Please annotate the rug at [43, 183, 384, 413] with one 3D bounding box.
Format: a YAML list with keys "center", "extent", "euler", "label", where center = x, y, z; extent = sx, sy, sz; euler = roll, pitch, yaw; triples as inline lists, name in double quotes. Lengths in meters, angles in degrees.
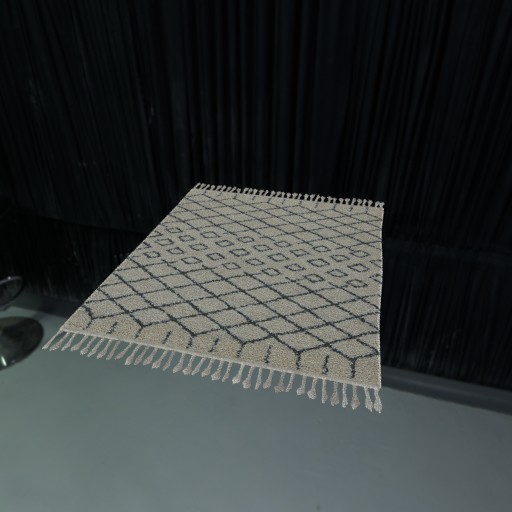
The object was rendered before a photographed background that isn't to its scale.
- center: [0.000, 0.000, 4.277]
  extent: [2.388, 0.030, 3.213]
  euler: [7, 32, 12]
  label: "rug"
